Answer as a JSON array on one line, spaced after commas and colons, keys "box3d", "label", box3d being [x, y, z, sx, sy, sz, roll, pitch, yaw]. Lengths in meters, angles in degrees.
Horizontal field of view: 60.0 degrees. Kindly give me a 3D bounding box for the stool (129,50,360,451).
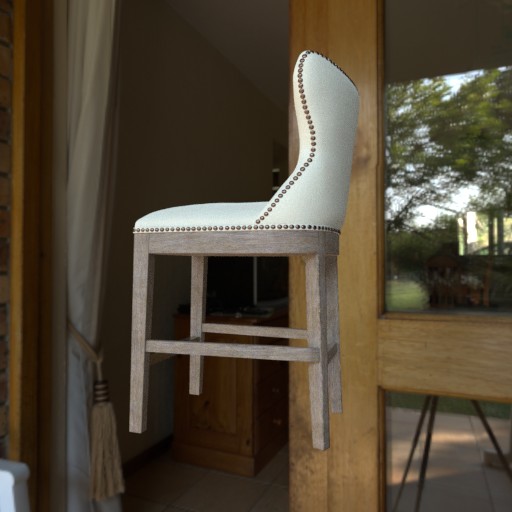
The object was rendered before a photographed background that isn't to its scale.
[{"box3d": [0.000, 0.000, 1.330, 0.608, 0.981, 0.498, 0, -1, 18], "label": "stool"}]
